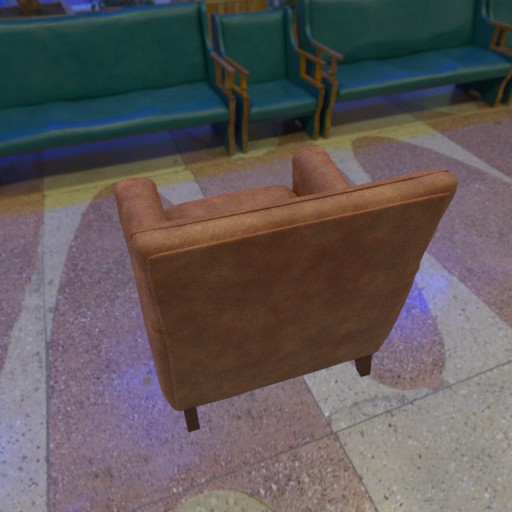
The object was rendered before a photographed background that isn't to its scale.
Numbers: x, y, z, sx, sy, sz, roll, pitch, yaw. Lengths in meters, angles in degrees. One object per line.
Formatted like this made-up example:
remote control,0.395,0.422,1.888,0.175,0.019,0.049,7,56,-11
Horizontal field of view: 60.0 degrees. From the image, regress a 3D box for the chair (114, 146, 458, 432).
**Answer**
chair,0.000,0.000,1.591,0.870,0.943,0.823,-13,43,-14
